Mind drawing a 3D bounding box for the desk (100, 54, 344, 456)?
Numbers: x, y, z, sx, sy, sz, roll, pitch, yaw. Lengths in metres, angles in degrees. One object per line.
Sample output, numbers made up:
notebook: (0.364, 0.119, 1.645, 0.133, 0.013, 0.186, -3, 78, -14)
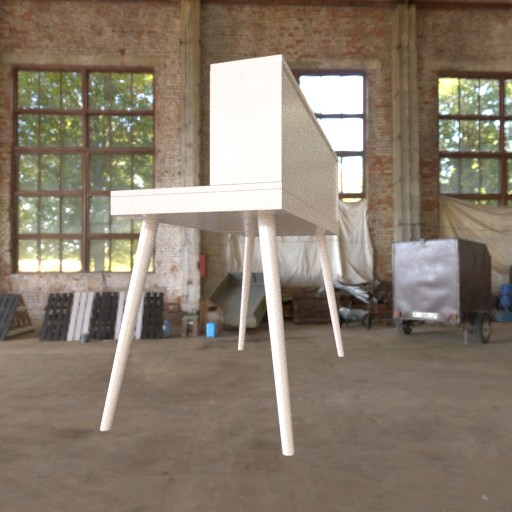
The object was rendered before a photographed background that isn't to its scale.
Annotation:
desk: (0.000, 0.000, 1.740, 0.559, 0.990, 1.199, 0, -1, 17)
